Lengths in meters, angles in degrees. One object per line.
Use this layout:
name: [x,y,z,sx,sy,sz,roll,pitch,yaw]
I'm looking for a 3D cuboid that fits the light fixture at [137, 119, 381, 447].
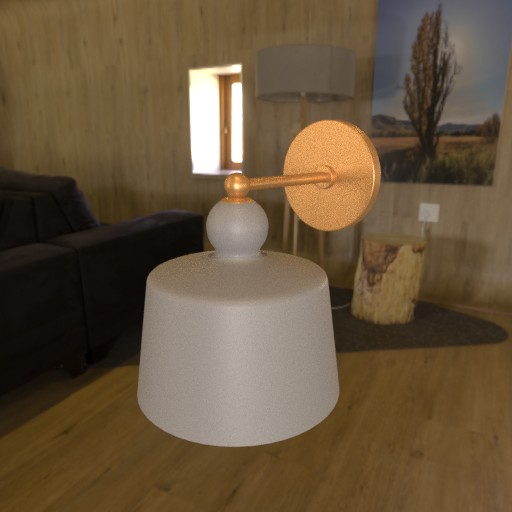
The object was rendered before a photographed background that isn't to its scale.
light fixture: [0.000,0.000,0.443,0.204,0.268,0.254,14,20,42]
